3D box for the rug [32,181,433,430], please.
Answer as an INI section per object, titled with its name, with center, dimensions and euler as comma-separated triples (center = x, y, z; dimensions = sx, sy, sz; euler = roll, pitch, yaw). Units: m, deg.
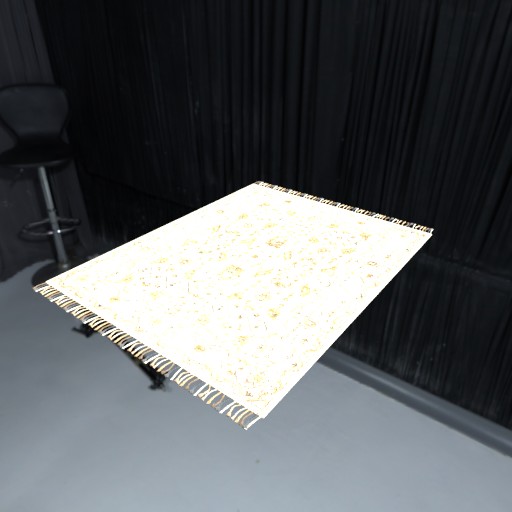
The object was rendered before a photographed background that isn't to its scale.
[rug]
center = 0.000, 0.000, 2.286
dimensions = 1.278, 0.009, 1.726
euler = 21, 36, 32
